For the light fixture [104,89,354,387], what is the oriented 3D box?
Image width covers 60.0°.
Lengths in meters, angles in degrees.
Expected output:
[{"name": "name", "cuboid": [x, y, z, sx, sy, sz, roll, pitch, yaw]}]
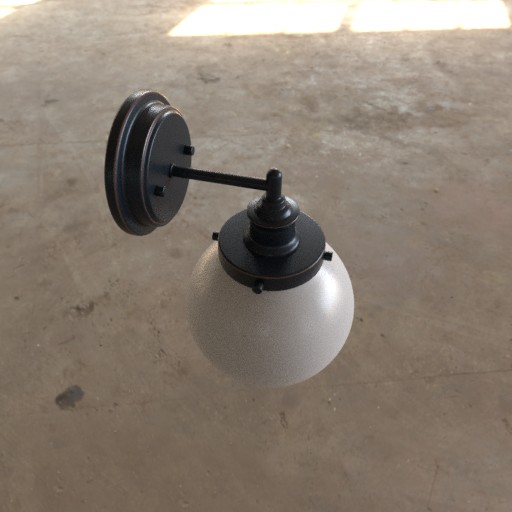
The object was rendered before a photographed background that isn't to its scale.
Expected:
[{"name": "light fixture", "cuboid": [0.000, 0.000, 0.479, 0.230, 0.332, 0.197, 10, 45, 10]}]
